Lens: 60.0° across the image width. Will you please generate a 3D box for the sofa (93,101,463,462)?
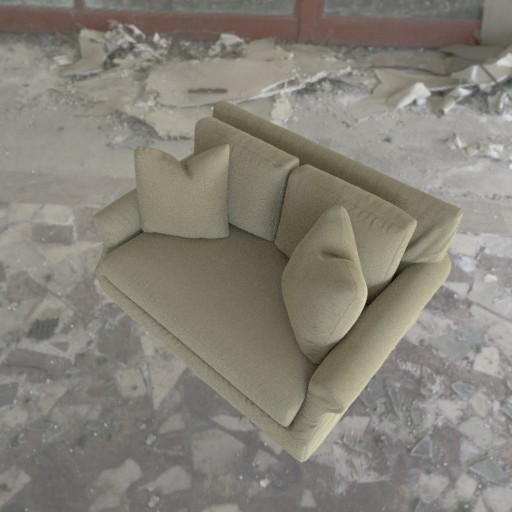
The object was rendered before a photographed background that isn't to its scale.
[{"bbox_3d":[0.000,0.000,2.180,1.550,0.905,1.070,33,55,27],"label":"sofa"}]
